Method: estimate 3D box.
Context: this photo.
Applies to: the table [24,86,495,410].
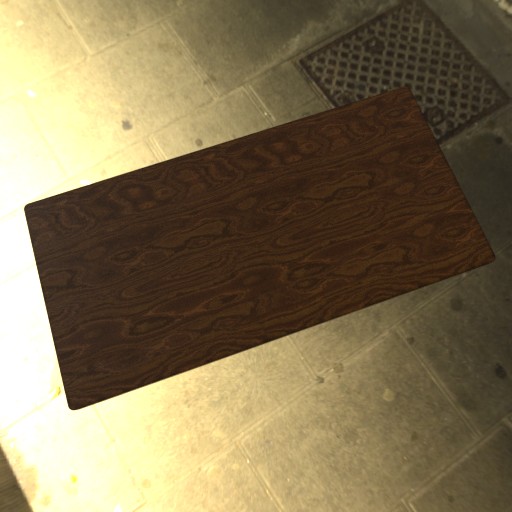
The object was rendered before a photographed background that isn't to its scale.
[{"bbox_3d":[0.000,0.000,2.211,1.791,0.753,0.883,-19,75,-5],"label":"table"}]
